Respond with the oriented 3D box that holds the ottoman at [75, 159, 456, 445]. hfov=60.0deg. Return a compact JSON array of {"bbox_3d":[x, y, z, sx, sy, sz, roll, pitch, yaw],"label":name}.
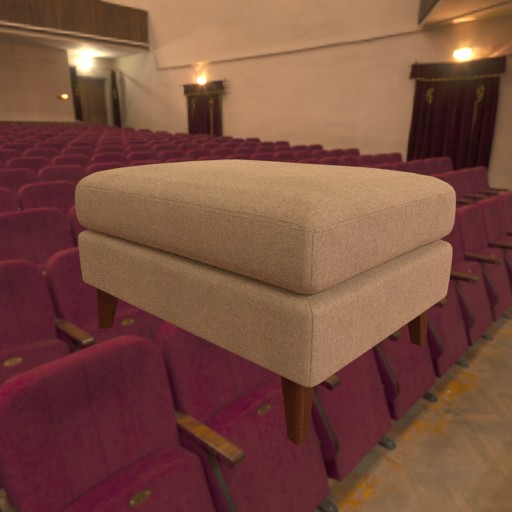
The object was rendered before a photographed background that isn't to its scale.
[{"bbox_3d":[0.000,0.000,1.192,0.823,0.478,0.610,14,21,41],"label":"ottoman"}]
